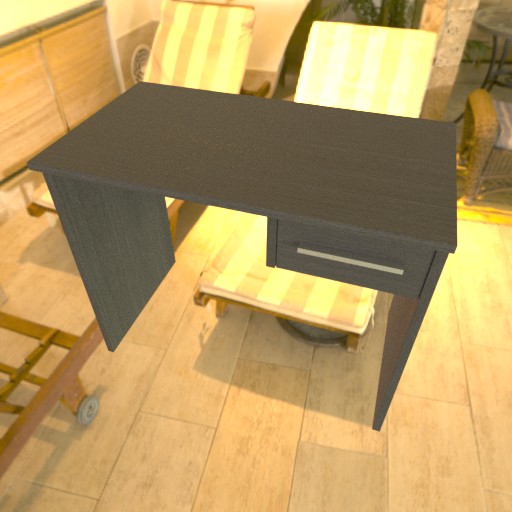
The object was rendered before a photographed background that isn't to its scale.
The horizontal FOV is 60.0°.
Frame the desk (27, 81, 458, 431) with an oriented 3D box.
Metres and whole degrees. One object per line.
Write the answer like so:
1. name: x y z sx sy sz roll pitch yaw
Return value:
1. desk: 0.000 0.000 1.282 0.893 0.724 0.498 12 43 13
